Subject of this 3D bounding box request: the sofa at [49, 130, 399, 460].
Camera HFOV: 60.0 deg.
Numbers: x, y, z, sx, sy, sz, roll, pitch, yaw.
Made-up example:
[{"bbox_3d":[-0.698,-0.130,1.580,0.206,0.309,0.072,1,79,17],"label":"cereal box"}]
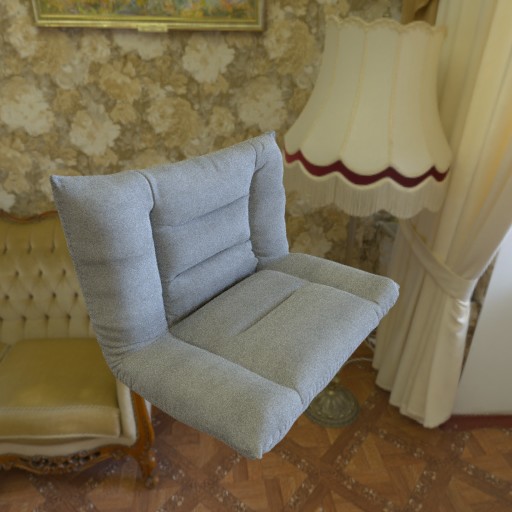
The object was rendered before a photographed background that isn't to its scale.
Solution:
[{"bbox_3d":[0.000,0.000,1.711,0.847,0.795,1.144,19,32,32],"label":"sofa"}]
